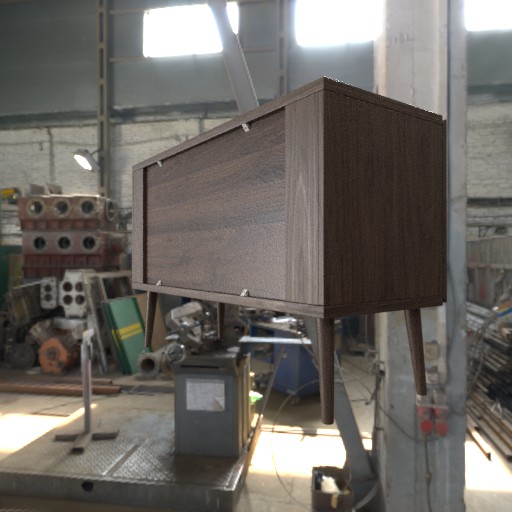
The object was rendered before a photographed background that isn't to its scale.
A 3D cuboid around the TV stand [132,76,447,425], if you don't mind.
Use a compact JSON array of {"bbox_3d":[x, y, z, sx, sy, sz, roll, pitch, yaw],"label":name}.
[{"bbox_3d":[0.000,0.000,1.336,0.405,0.660,0.990,0,0,-36],"label":"TV stand"}]
